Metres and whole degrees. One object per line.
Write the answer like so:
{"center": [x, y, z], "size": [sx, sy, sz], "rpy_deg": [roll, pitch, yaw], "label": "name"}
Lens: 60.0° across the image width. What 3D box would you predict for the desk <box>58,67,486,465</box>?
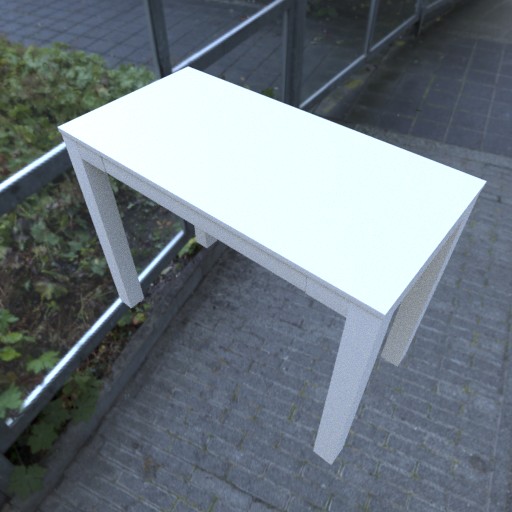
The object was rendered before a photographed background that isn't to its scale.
{"center": [0.000, 0.000, 1.398], "size": [0.990, 0.762, 0.497], "rpy_deg": [31, 54, 26], "label": "desk"}
